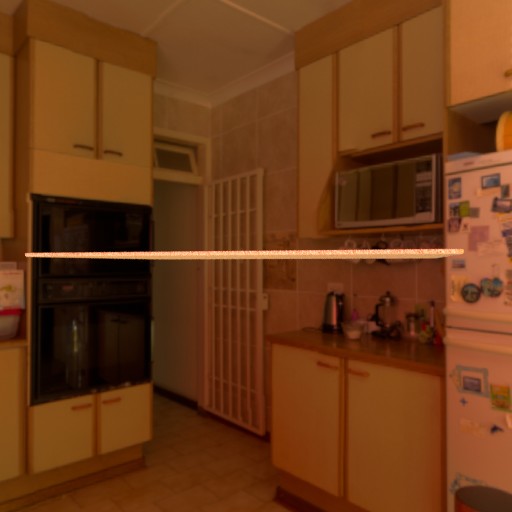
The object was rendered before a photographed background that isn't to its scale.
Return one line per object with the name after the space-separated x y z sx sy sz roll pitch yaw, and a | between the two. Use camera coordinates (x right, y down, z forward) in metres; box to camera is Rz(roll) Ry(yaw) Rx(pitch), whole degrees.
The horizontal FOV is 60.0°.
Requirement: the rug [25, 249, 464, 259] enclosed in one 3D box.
0.000 0.000 3.397 2.700 0.024 1.801 0 -1 18 | rug
